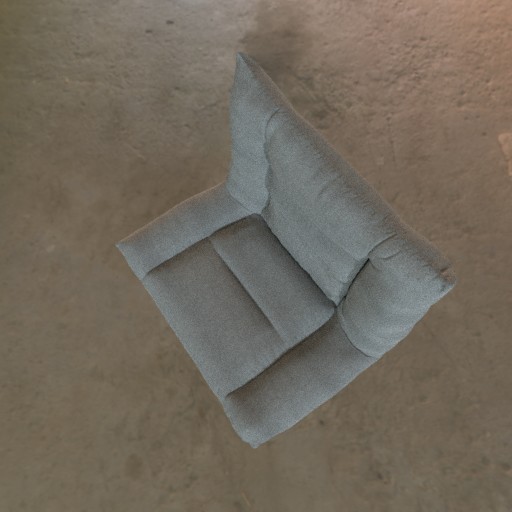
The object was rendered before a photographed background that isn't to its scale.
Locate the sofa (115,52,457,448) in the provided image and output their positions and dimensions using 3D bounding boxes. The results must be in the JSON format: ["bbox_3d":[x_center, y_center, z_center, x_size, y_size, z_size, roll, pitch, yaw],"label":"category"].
[{"bbox_3d":[0.000,0.000,1.724,0.847,0.795,1.144,-33,69,-15],"label":"sofa"}]
